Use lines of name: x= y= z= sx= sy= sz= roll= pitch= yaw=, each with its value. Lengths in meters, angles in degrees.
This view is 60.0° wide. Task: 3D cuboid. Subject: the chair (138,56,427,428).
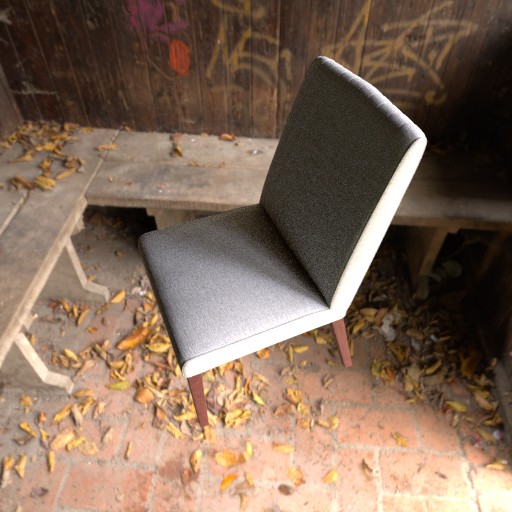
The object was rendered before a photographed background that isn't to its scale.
chair: x=0.000 y=0.000 z=1.255 sx=0.594 sy=0.900 sz=0.480 roll=-18 pitch=49 yaw=-16
